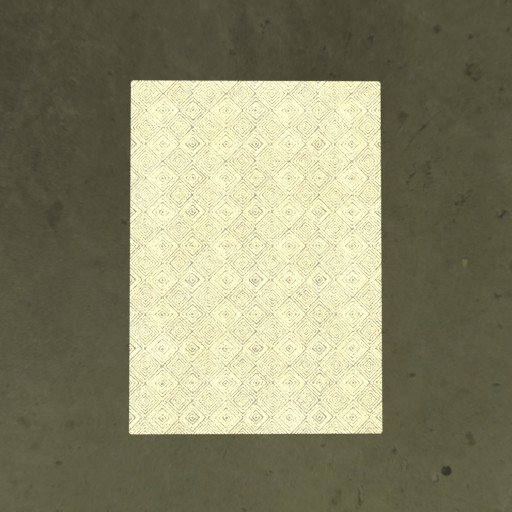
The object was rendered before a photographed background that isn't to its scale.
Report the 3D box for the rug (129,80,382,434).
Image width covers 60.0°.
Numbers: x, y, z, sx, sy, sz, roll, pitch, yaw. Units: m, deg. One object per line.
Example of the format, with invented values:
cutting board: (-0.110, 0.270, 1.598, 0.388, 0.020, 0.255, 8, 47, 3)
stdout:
rug: (0.000, 0.000, 2.816, 1.593, 0.008, 2.238, 0, 89, 0)
